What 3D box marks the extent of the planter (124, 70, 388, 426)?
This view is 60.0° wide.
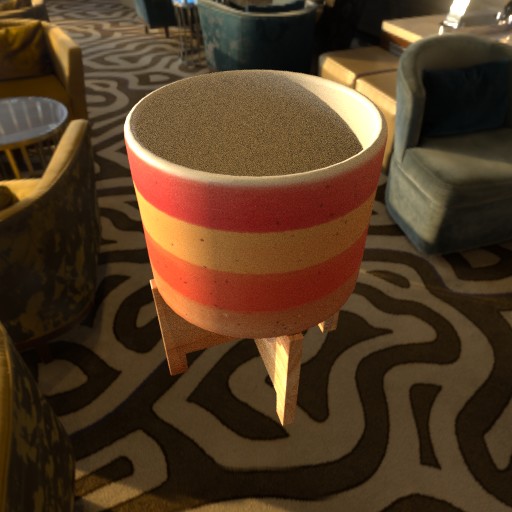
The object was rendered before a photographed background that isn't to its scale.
[{"bbox_3d":[0.000,0.000,0.564,0.269,0.379,0.269,0,41,0],"label":"planter"}]
